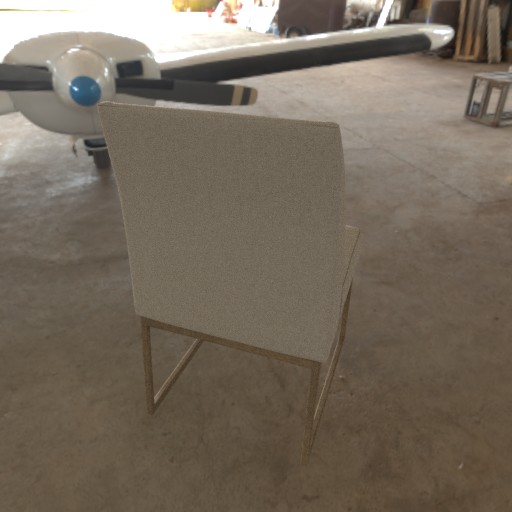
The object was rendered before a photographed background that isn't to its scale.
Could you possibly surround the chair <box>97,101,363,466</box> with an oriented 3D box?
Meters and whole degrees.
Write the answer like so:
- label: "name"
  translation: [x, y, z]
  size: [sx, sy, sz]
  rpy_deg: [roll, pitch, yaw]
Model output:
- label: "chair"
  translation: [0.000, 0.000, 1.191]
  size: [0.508, 0.863, 0.522]
  rpy_deg: [11, 33, 17]
